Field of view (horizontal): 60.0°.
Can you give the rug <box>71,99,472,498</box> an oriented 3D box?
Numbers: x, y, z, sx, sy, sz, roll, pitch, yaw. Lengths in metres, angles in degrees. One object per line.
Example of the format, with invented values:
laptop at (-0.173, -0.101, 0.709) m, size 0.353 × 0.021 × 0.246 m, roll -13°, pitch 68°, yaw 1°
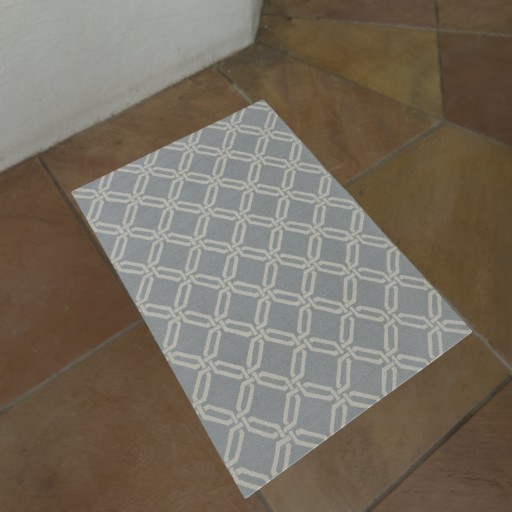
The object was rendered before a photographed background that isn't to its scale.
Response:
rug at (0.000, 0.000, 2.708) m, size 1.522 × 0.013 × 2.133 m, roll -30°, pitch 67°, yaw -14°
